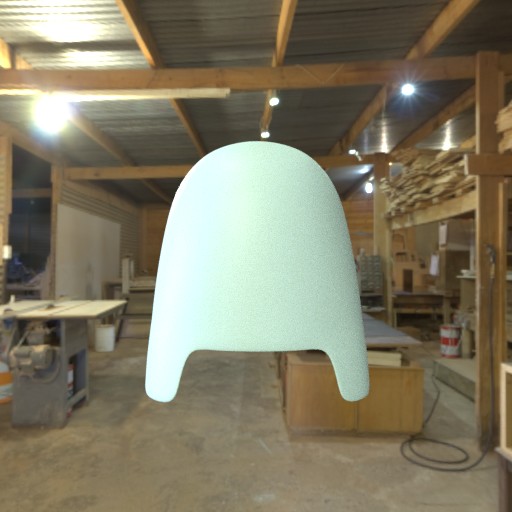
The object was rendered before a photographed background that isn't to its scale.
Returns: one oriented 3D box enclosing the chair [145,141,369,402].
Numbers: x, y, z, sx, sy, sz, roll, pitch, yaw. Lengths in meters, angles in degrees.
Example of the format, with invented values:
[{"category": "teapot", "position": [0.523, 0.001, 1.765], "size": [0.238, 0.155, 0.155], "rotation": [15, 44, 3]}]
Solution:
[{"category": "chair", "position": [0.000, 0.000, 0.903], "size": [0.364, 0.423, 0.619], "rotation": [0, -1, -1]}]
